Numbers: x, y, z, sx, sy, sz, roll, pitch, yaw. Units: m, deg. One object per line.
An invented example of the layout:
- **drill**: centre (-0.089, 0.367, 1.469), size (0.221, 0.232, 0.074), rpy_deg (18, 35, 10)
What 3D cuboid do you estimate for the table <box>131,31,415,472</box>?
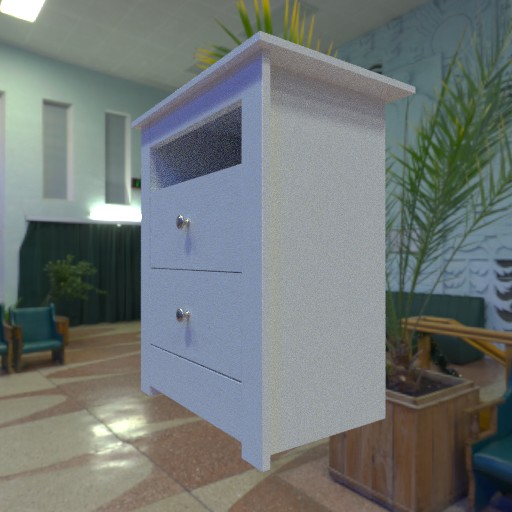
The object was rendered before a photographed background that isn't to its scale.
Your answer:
- **table**: centre (0.000, 0.000, 1.057), size (0.406, 0.711, 0.589), rpy_deg (0, 0, -35)
